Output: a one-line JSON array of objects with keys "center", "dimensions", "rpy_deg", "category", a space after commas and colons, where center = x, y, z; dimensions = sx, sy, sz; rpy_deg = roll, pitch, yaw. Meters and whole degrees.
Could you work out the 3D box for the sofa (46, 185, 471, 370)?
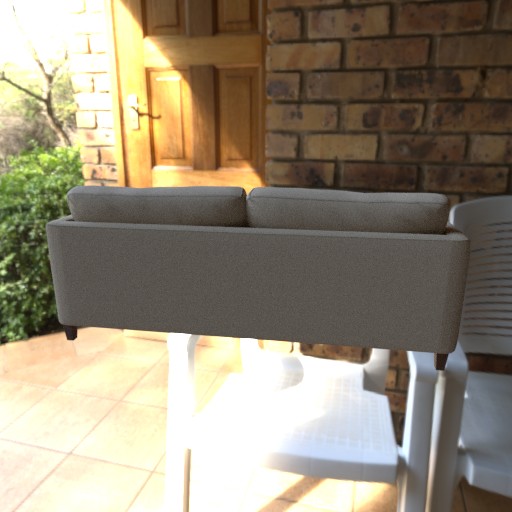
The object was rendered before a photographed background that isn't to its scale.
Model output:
[{"center": [0.000, 0.000, 2.905], "dimensions": [2.361, 0.968, 0.951], "rpy_deg": [3, 17, 9], "category": "sofa"}]
